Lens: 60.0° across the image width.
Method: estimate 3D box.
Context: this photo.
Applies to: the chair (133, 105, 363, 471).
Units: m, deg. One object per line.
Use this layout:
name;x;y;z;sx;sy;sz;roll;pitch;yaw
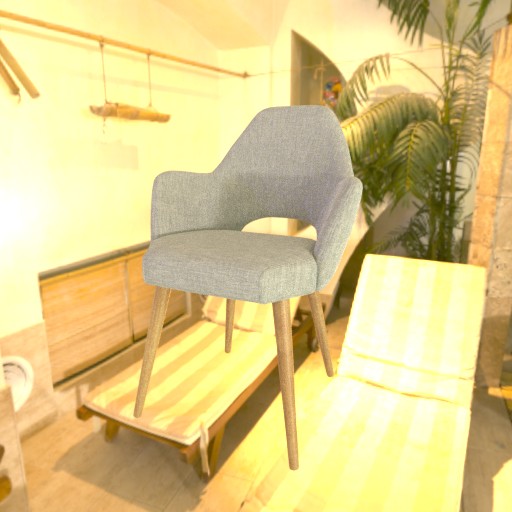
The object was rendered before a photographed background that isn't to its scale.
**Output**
chair;0.000;0.000;1.249;0.590;0.840;0.610;7;16;25
